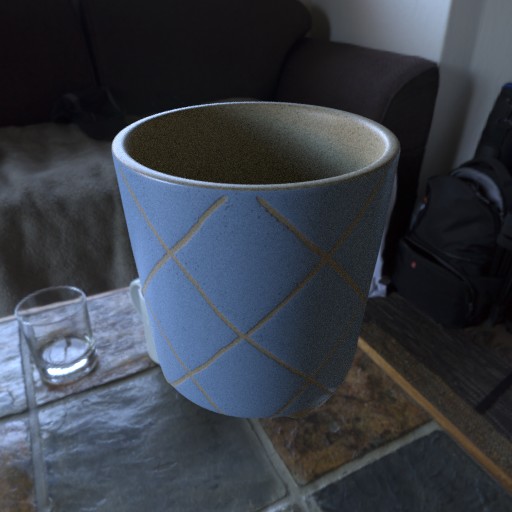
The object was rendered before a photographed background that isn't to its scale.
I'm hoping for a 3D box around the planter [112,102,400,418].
[{"bbox_3d":[0.000,0.000,0.422,0.227,0.235,0.227,0,32,0],"label":"planter"}]
